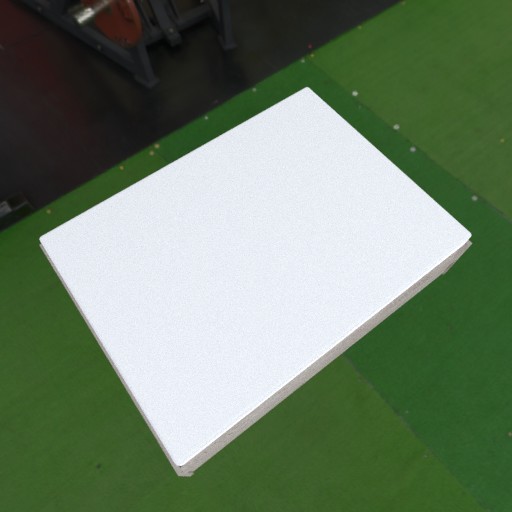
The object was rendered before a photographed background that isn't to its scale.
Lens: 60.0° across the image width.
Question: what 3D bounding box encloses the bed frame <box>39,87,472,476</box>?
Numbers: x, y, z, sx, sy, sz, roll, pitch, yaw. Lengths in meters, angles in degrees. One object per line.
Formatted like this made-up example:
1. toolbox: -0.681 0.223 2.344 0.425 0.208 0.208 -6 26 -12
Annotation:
1. bed frame: 0.000 0.000 2.613 1.944 0.490 1.448 -34 68 -16
